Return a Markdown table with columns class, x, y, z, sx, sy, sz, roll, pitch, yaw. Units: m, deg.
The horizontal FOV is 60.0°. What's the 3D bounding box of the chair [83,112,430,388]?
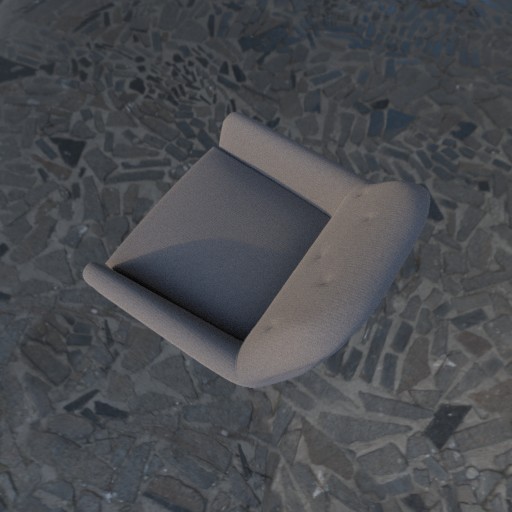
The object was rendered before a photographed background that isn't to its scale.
| class | x | y | z | sx | sy | sz | roll | pitch | yaw |
| --- | --- | --- | --- | --- | --- | --- | --- | --- | --- |
| chair | 0.000 | 0.000 | 1.418 | 0.779 | 0.800 | 0.770 | 31 | 67 | 15 |
